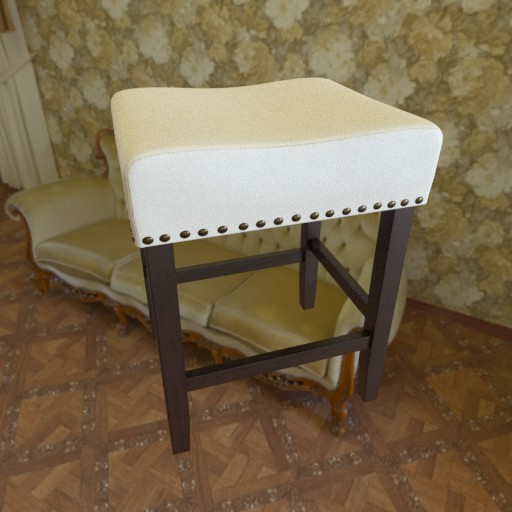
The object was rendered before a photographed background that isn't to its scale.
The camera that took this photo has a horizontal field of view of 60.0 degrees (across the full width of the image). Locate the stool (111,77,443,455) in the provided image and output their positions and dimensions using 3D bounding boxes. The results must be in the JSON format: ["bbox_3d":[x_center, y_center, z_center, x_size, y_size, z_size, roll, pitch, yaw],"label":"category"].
[{"bbox_3d":[0.000,0.000,0.905,0.471,0.609,0.401,-10,33,-15],"label":"stool"}]
